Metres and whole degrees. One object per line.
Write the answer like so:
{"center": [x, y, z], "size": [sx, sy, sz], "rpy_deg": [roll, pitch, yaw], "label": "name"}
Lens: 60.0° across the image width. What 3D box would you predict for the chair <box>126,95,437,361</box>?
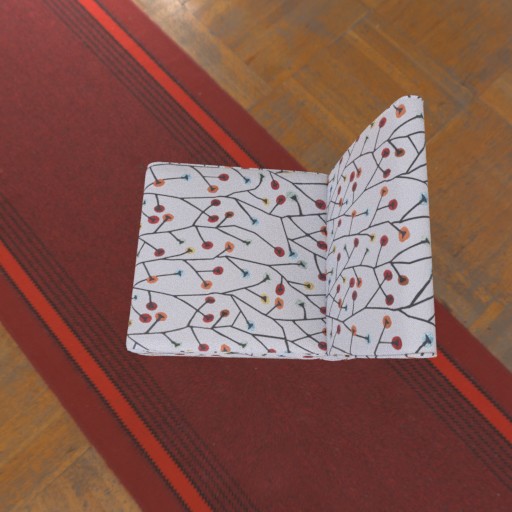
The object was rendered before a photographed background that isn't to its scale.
{"center": [0.000, 0.000, 1.307], "size": [0.732, 0.813, 0.597], "rpy_deg": [3, 76, 1], "label": "chair"}
